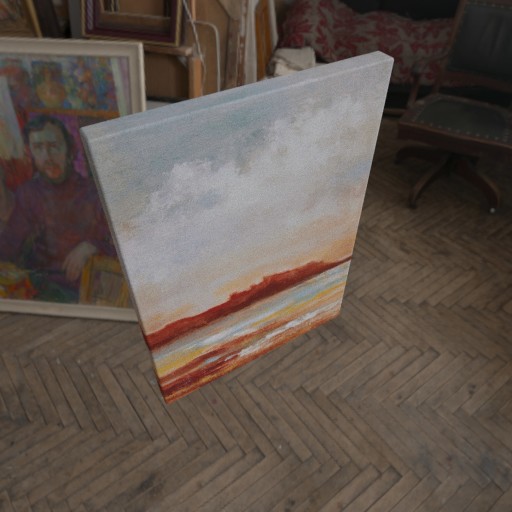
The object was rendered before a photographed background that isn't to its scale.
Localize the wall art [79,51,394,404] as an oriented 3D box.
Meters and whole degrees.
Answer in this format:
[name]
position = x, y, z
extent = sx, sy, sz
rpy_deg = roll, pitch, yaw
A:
[wall art]
position = 0.000, 0.000, 0.778
extent = 0.443, 0.605, 0.035
rpy_deg = -23, 49, -21
